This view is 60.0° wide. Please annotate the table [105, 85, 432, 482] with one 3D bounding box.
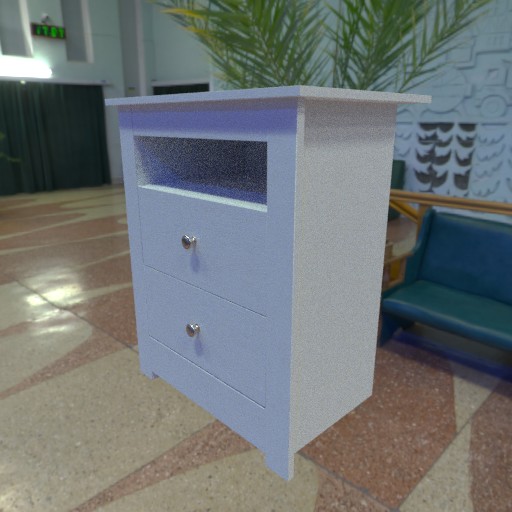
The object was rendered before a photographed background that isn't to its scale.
[{"bbox_3d":[0.000,0.000,1.056,0.406,0.711,0.589,-16,23,-42],"label":"table"}]
